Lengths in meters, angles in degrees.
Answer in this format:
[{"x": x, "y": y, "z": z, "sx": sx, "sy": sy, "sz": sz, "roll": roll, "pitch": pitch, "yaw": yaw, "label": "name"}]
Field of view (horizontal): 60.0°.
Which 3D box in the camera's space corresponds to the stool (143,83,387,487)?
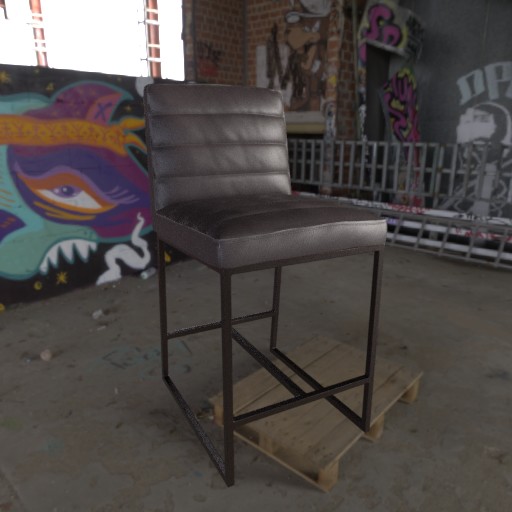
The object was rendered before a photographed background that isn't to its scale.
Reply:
[{"x": 0.000, "y": 0.000, "z": 1.245, "sx": 0.463, "sy": 0.946, "sz": 0.562, "roll": -8, "pitch": 18, "yaw": -27, "label": "stool"}]
